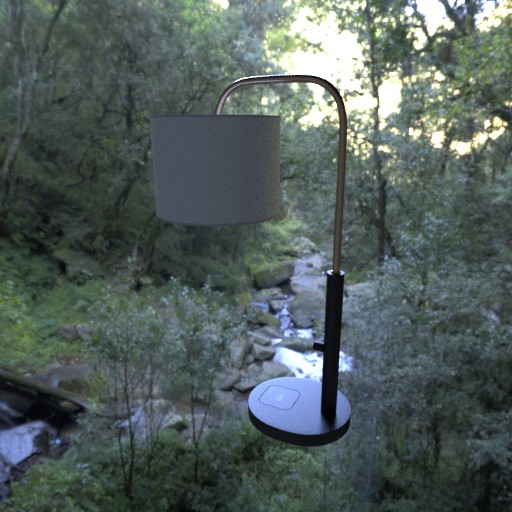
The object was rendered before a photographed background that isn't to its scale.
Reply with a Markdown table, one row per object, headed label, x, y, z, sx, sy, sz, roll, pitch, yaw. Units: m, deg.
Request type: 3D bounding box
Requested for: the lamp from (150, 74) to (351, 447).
| label | x | y | z | sx | sy | sz | roll | pitch | yaw |
| --- | --- | --- | --- | --- | --- | --- | --- | --- | --- |
| lamp | 0.000 | 0.000 | 0.715 | 0.337 | 0.540 | 0.199 | 8 | 18 | 26 |
